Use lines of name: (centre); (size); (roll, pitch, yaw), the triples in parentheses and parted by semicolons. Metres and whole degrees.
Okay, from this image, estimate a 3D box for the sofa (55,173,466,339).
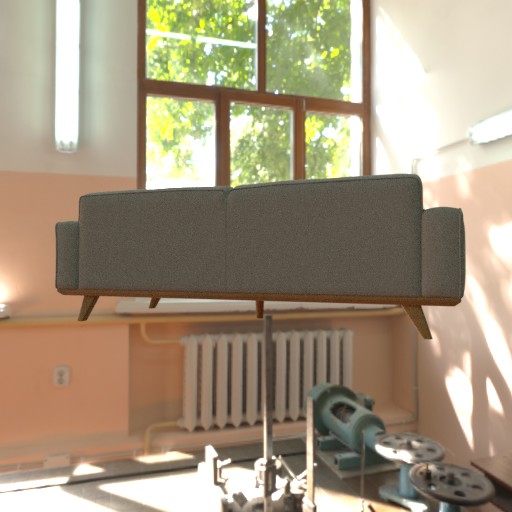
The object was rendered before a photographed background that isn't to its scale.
sofa: (0.000, 0.000, 2.721); (2.270, 0.781, 0.956); (0, -1, 19)
